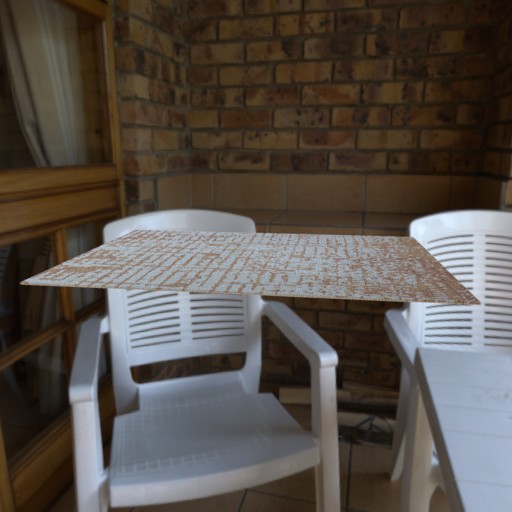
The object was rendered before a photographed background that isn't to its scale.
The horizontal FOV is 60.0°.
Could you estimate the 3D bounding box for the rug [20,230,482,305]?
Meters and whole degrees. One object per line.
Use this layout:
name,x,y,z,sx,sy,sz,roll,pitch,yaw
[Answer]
rug,0.000,0.000,2.317,1.829,0.011,1.219,2,14,8
